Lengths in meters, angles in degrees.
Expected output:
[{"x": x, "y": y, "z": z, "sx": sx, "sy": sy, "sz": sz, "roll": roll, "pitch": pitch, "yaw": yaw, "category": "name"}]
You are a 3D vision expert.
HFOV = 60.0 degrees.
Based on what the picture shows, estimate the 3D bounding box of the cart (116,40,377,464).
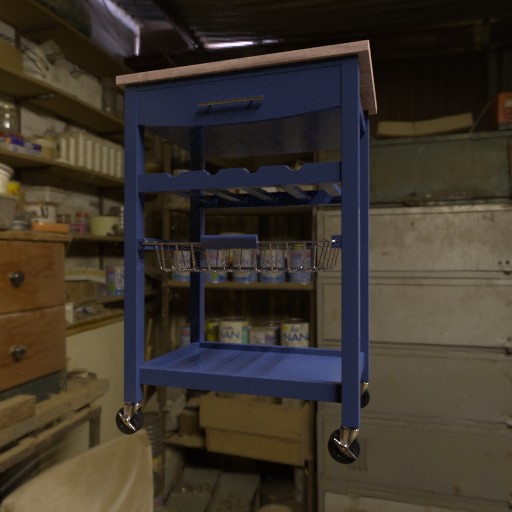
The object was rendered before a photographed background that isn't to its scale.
[{"x": 0.000, "y": 0.000, "z": 1.137, "sx": 0.584, "sy": 0.839, "sz": 0.403, "roll": 0, "pitch": 0, "yaw": 17, "category": "cart"}]
